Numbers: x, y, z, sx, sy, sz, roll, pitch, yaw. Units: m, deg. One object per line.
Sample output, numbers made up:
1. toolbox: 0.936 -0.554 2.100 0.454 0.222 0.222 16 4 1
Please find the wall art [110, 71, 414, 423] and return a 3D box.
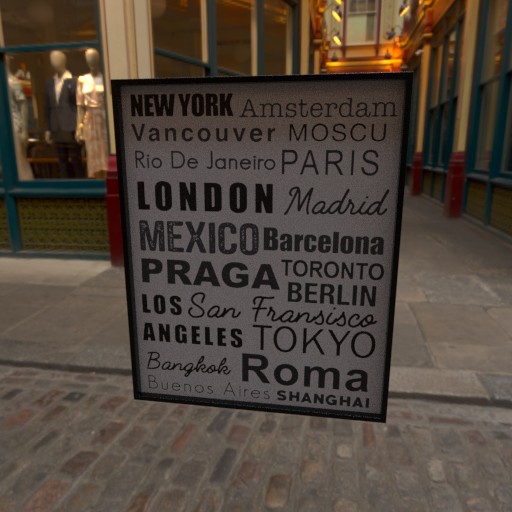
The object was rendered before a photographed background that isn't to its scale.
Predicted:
1. wall art: 0.000 0.000 0.730 0.448 0.551 0.038 2 14 9
